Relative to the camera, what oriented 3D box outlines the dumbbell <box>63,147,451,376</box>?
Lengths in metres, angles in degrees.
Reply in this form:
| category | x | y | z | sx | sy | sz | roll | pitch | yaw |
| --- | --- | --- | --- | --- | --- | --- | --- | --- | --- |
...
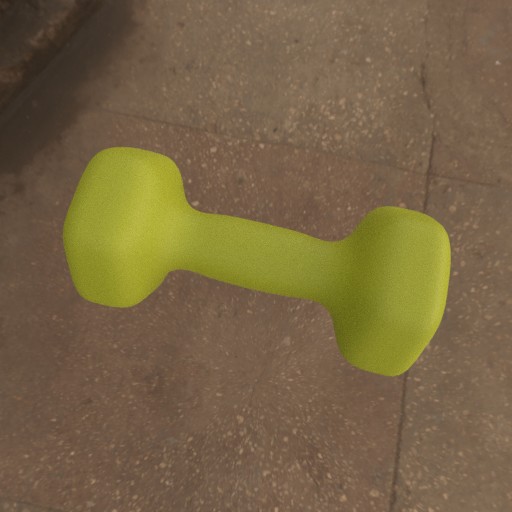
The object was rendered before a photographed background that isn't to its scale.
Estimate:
| category | x | y | z | sx | sy | sz | roll | pitch | yaw |
| --- | --- | --- | --- | --- | --- | --- | --- | --- | --- |
| dumbbell | 0.000 | 0.000 | 0.208 | 0.164 | 0.072 | 0.080 | 14 | 75 | 4 |
